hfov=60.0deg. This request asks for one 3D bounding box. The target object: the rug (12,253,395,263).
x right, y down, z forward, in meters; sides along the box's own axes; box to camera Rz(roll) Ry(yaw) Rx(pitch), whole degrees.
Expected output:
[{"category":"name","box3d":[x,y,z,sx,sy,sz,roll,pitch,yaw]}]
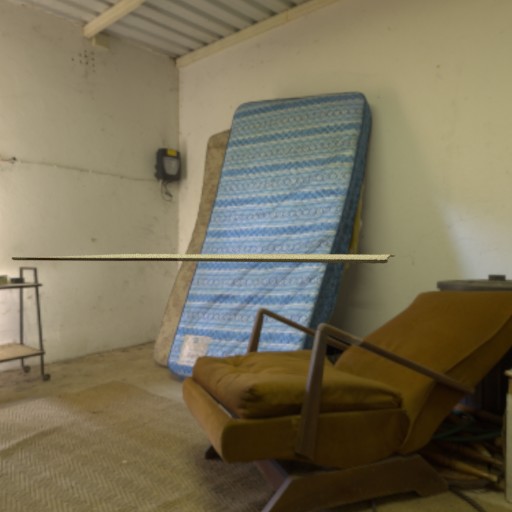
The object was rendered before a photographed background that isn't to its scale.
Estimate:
[{"category":"rug","box3d":[0.000,0.000,4.116,2.434,0.045,3.202,0,1,18]}]
